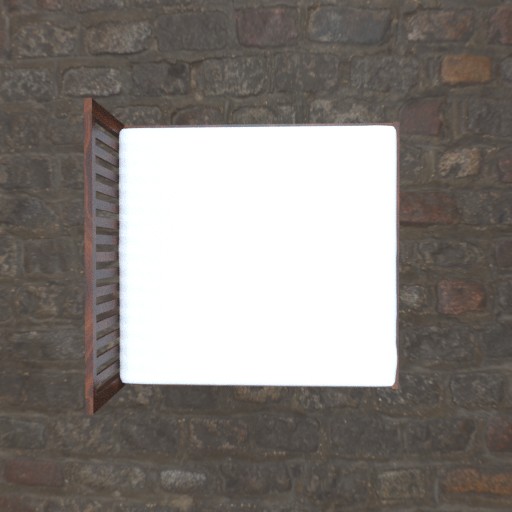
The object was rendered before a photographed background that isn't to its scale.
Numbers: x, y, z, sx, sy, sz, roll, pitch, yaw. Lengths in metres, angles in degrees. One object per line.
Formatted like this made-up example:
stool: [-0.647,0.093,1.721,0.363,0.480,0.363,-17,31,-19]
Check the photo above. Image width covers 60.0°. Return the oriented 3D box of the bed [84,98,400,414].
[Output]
bed: [0.000,0.000,3.073,2.030,0.890,1.905,0,91,2]
